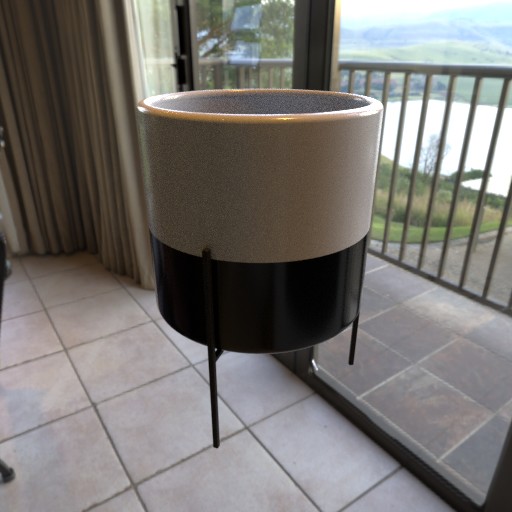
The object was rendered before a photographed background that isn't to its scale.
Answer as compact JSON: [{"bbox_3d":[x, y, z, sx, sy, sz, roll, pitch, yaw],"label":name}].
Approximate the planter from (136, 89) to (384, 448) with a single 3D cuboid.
[{"bbox_3d":[0.000,0.000,0.643,0.310,0.432,0.310,18,31,32],"label":"planter"}]
